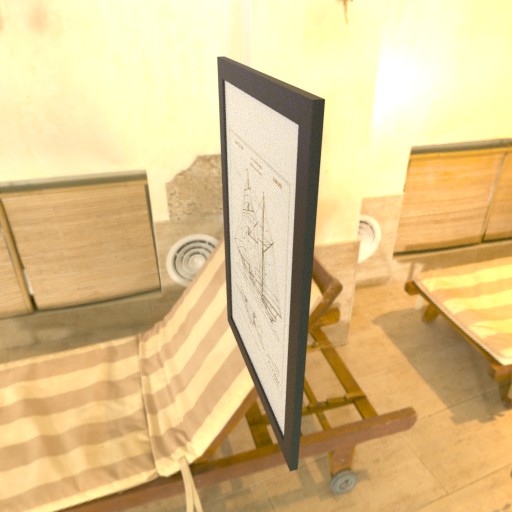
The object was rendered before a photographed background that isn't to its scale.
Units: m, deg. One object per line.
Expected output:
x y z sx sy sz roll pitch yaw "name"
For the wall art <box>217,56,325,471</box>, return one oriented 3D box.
0.000 0.000 0.690 0.013 0.534 0.381 -9 31 -15 "wall art"
